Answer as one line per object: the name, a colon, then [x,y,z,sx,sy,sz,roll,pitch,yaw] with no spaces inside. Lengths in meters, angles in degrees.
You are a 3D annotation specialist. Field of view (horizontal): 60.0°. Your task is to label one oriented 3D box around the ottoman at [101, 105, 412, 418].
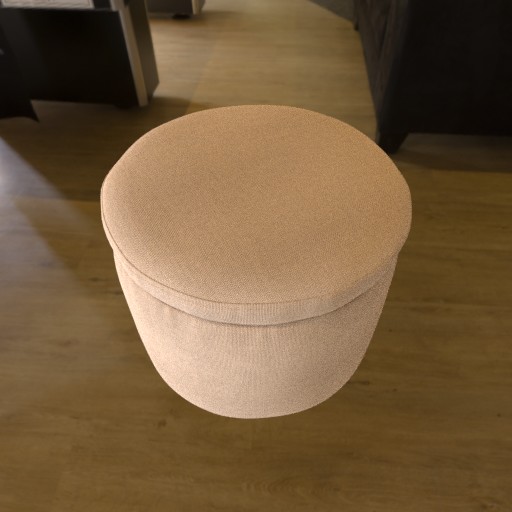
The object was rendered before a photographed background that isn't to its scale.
ottoman: [0.000,0.000,0.843,0.497,0.409,0.497,0,48,0]
